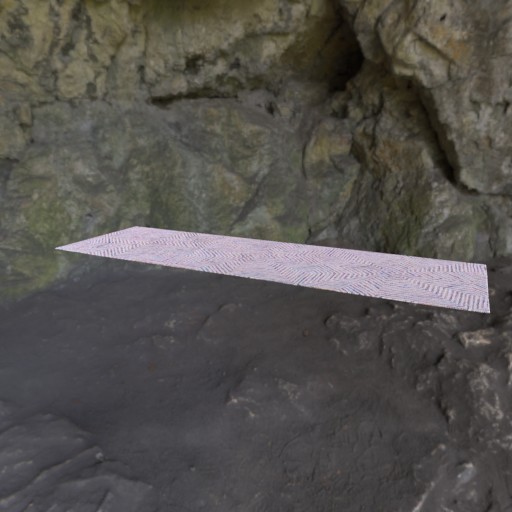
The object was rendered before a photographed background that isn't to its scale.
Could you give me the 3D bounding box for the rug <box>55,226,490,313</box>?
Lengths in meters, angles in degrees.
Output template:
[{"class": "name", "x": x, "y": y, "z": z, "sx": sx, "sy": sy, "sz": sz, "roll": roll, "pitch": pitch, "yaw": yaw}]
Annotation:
[{"class": "rug", "x": 0.000, "y": 0.000, "z": 2.614, "sx": 2.443, "sy": 0.009, "sz": 0.771, "roll": 7, "pitch": 17, "yaw": 25}]
